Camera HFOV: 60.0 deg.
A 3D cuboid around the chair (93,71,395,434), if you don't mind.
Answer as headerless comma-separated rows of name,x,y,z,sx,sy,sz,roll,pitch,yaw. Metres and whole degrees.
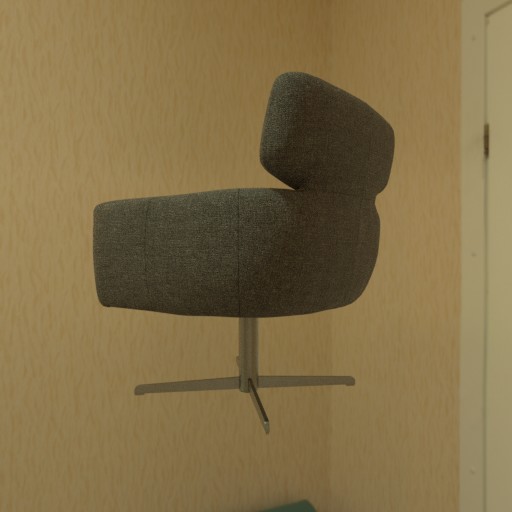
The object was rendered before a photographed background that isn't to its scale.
chair,0.000,0.000,1.323,0.715,0.812,0.706,0,0,37
